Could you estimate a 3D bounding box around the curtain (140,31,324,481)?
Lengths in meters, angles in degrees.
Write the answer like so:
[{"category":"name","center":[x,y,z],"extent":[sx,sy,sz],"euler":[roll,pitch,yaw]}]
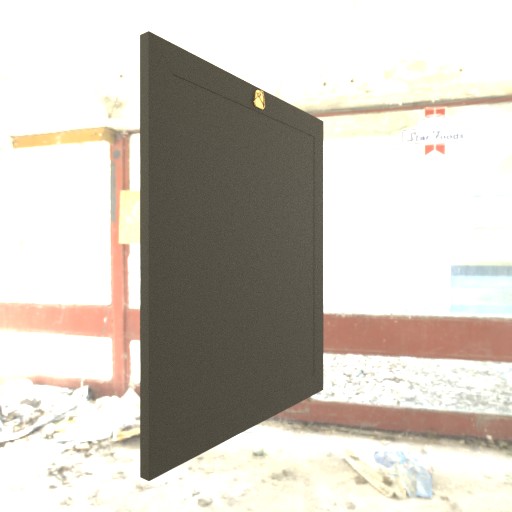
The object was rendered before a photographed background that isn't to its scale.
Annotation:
[{"category":"curtain","center":[0.000,0.000,0.773],"extent":[0.027,0.585,0.483],"euler":[0,0,36]}]
